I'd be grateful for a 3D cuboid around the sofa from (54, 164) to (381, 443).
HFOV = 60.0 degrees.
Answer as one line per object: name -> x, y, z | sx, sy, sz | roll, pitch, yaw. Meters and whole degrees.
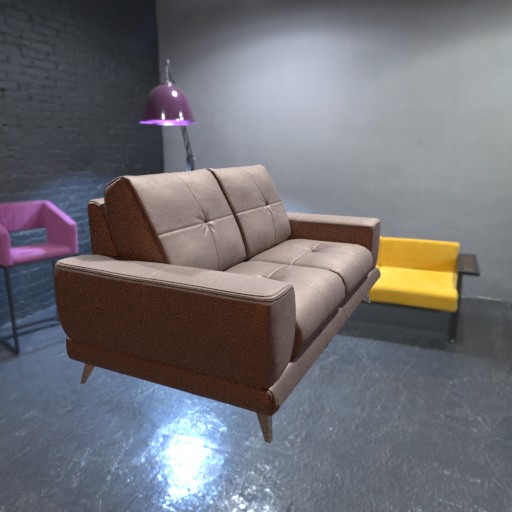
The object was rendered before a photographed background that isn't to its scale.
sofa -> 0.000, 0.000, 2.371 | 1.018, 0.907, 1.806 | 7, 15, 25
